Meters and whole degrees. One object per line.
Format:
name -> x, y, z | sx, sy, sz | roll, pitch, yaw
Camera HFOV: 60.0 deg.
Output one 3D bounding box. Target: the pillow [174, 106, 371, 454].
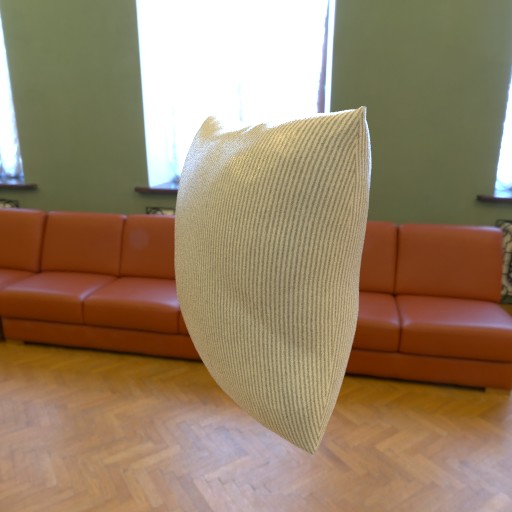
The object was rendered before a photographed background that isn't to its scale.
pillow -> 0.000, 0.000, 0.687 | 0.310, 0.432, 0.387 | 3, 17, 10
